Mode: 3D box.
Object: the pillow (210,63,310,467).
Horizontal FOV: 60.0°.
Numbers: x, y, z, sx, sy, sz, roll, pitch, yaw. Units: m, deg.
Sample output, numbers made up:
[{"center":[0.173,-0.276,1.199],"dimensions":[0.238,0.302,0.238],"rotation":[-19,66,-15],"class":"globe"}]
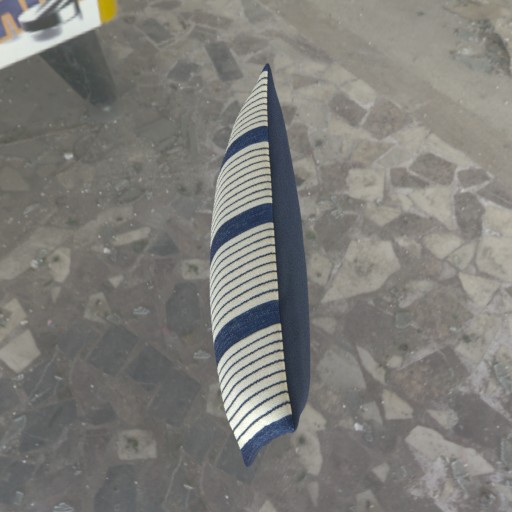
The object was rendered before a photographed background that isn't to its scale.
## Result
[{"center":[0.000,0.000,0.737],"dimensions":[0.156,0.292,0.608],"rotation":[-2,59,-1],"class":"pillow"}]
